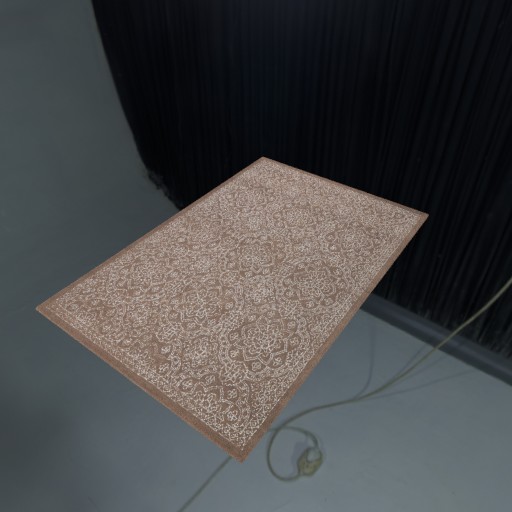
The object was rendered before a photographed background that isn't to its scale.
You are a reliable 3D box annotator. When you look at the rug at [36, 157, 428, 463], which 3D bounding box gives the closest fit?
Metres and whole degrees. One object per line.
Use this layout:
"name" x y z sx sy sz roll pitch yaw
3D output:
"rug" 0.000 0.000 2.942 1.524 0.011 2.286 25 47 27
